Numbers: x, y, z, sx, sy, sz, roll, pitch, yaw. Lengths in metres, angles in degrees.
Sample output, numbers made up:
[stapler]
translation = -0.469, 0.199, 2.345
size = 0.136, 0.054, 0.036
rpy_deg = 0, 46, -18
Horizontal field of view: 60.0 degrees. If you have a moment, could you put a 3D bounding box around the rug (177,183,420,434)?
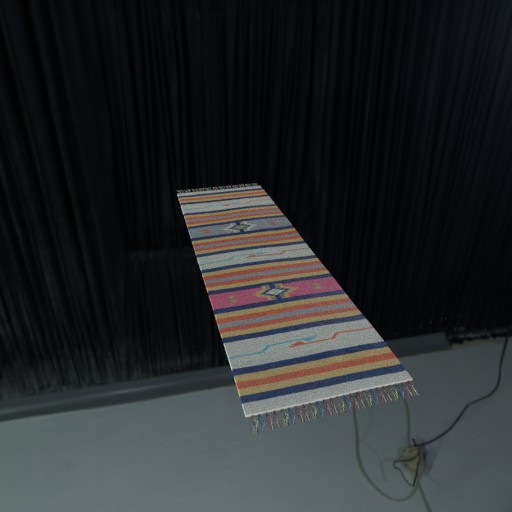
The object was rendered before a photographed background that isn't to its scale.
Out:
[rug]
translation = 0.000, 0.000, 2.671
size = 0.695, 0.017, 2.455
rpy_deg = -8, 30, -13
